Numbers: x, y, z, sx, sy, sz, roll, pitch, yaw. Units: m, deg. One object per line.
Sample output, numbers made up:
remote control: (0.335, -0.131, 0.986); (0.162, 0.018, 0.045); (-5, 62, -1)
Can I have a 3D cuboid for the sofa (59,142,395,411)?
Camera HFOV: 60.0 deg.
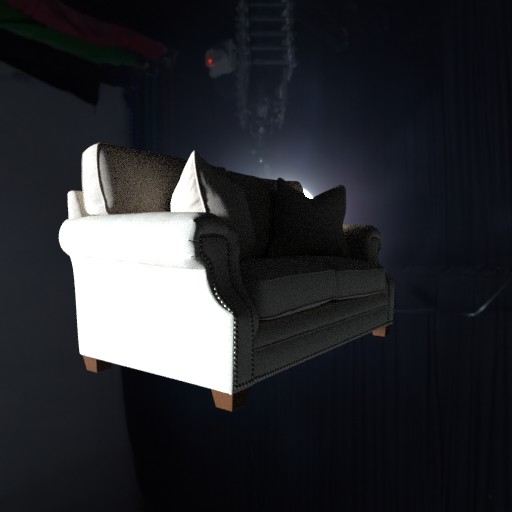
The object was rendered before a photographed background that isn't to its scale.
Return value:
sofa: (0.000, 0.000, 2.299); (0.966, 0.966, 1.701); (1, 2, 36)
